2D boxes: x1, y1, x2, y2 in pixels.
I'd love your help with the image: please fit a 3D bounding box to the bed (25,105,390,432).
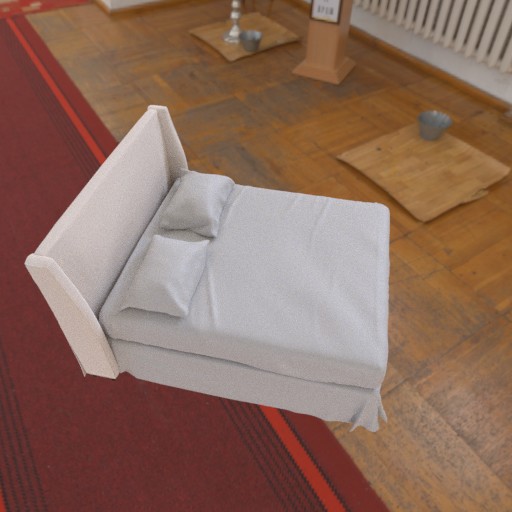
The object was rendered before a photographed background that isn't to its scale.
[{"bbox_3d":[0.000,0.000,3.416,2.276,1.332,1.925,9,47,9],"label":"bed"}]
